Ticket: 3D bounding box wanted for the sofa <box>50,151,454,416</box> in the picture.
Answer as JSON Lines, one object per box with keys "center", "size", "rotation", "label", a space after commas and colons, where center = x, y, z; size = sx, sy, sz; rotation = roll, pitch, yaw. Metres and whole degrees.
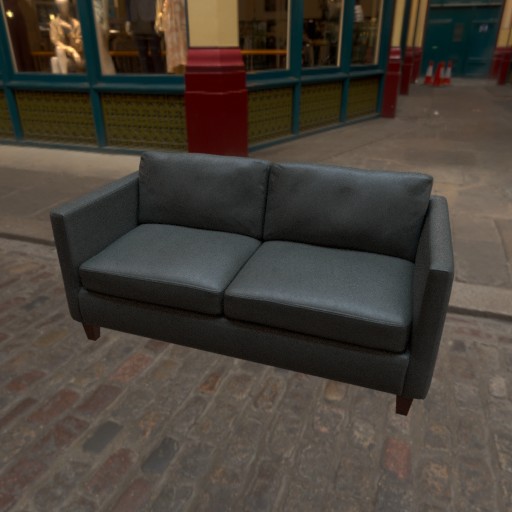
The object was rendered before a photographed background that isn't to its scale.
{"center": [0.000, 0.000, 2.404], "size": [1.883, 0.933, 0.951], "rotation": [9, 27, 17], "label": "sofa"}
